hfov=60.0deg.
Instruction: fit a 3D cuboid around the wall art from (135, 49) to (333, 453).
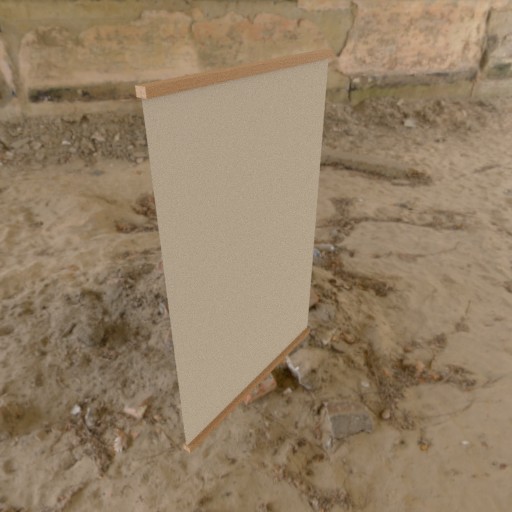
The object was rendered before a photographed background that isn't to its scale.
[{"bbox_3d":[0.000,0.000,1.878,0.040,1.510,0.991,22,37,31],"label":"wall art"}]
